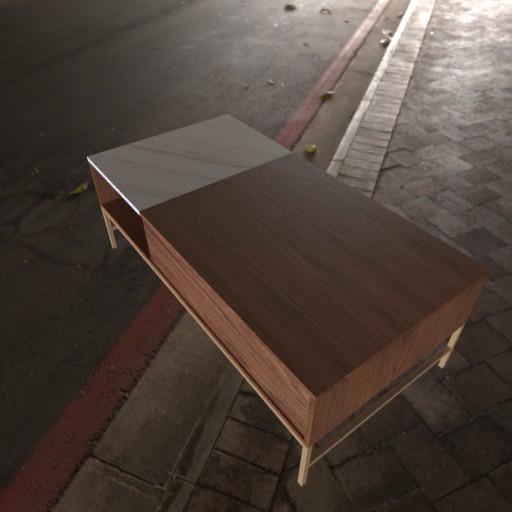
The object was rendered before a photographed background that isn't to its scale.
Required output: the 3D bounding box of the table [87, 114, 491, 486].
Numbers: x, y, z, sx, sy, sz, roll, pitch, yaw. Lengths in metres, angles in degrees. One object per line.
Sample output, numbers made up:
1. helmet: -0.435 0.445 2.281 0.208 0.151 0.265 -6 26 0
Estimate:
1. table: 0.000 0.000 1.944 0.789 0.551 1.553 -26 48 -27
